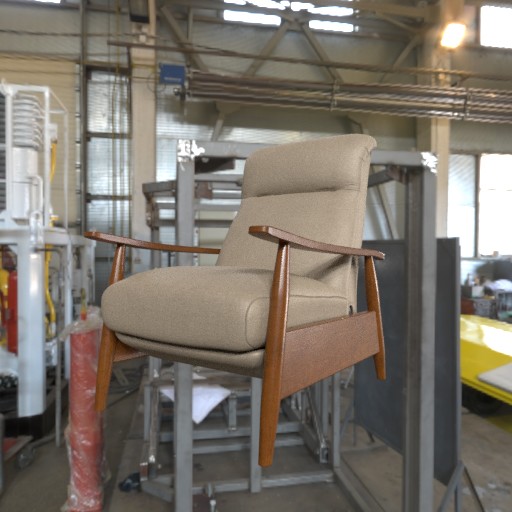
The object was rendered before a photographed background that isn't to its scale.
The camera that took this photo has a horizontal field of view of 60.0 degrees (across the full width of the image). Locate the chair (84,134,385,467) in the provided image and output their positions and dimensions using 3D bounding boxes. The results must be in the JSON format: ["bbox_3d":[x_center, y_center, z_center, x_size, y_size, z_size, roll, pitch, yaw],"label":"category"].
[{"bbox_3d":[0.000,0.000,1.754,0.762,1.082,1.032,1,1,34],"label":"chair"}]
